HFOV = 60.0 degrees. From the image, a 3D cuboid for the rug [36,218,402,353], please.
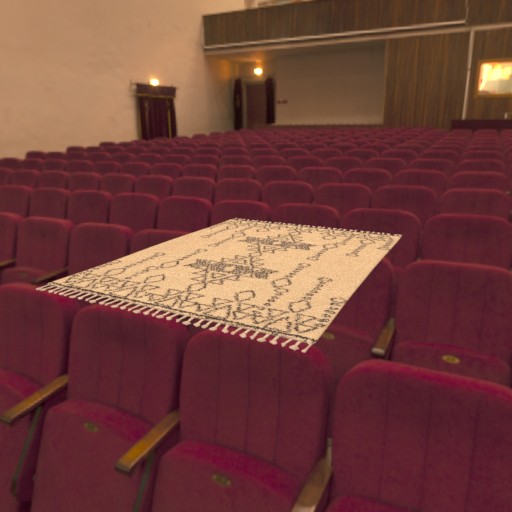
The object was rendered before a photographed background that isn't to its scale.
[{"bbox_3d":[0.000,0.000,4.064,2.125,0.028,3.027,8,18,26],"label":"rug"}]
